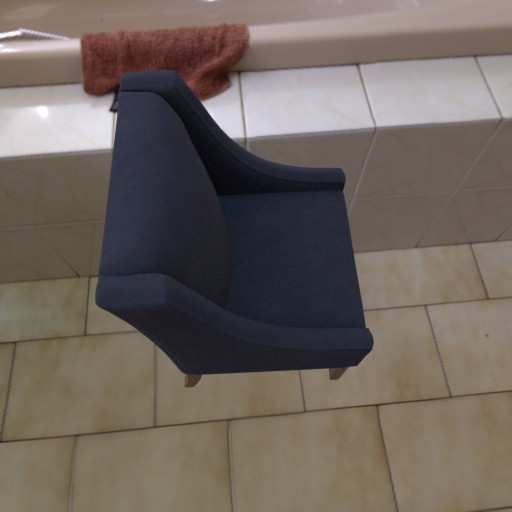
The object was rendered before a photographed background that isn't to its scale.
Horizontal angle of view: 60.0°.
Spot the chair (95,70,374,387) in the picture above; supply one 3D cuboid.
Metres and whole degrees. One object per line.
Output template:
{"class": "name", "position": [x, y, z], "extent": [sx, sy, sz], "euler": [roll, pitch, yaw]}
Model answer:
{"class": "chair", "position": [0.000, 0.000, 1.341], "extent": [0.629, 0.895, 0.629], "euler": [-3, 64, -1]}
